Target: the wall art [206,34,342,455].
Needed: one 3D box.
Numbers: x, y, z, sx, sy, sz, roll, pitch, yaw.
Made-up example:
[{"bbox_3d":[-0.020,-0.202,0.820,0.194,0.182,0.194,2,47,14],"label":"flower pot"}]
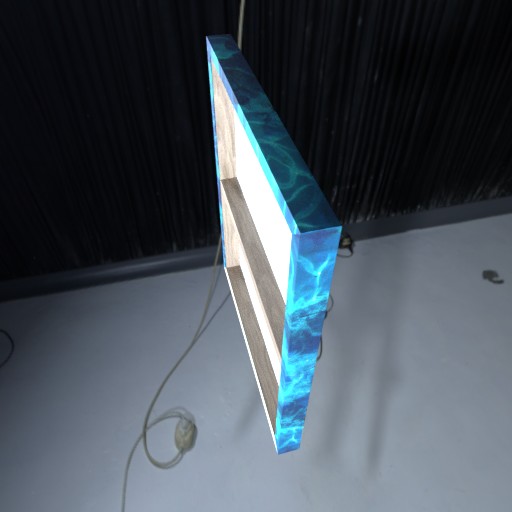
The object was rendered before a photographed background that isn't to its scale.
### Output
[{"bbox_3d":[0.000,0.000,0.696,0.038,0.508,0.432,-11,48,-10],"label":"wall art"}]
